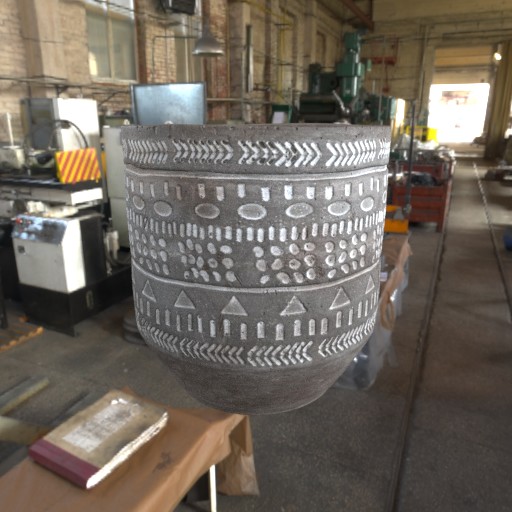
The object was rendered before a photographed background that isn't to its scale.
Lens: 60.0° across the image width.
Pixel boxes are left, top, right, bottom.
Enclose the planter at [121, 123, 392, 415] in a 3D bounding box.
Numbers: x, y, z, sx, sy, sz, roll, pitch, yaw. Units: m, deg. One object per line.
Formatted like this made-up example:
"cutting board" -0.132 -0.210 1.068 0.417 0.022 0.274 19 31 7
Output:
"planter" 0.000 0.000 0.223 0.122 0.128 0.122 0 17 0
